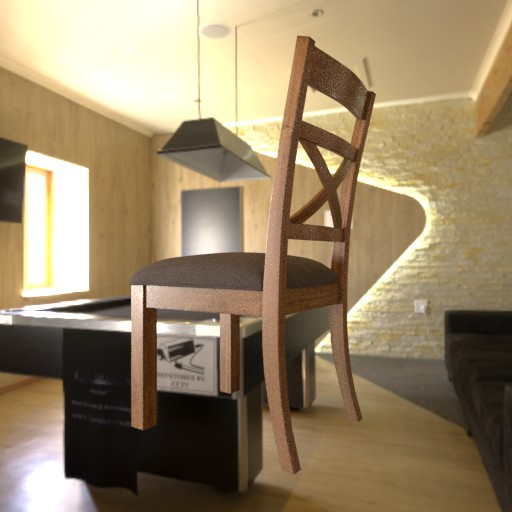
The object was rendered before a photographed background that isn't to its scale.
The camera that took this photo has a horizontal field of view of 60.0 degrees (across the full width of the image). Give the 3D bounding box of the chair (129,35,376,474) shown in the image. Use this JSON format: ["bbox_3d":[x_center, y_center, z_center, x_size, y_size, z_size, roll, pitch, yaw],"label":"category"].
[{"bbox_3d":[0.000,0.000,1.262,0.581,0.949,0.470,0,0,35],"label":"chair"}]
